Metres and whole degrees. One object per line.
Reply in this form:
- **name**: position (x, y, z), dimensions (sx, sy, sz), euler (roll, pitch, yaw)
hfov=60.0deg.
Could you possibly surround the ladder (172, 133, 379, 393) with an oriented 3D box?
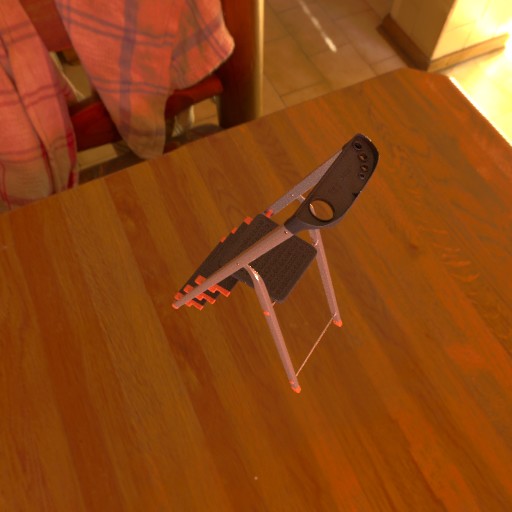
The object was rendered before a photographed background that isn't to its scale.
- **ladder**: position (0.000, 0.000, 1.797), dimensions (0.834, 1.429, 0.452), euler (32, 68, 15)
